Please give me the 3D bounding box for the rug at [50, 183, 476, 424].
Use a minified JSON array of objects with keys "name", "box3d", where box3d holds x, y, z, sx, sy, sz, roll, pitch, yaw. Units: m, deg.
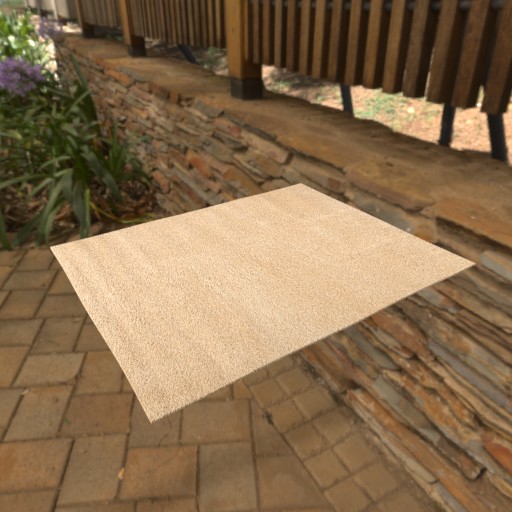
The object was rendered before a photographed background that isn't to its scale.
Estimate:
[{"name":"rug","box3d":[0.000,0.000,3.995,3.000,0.025,2.400,-19,35,-29]}]
